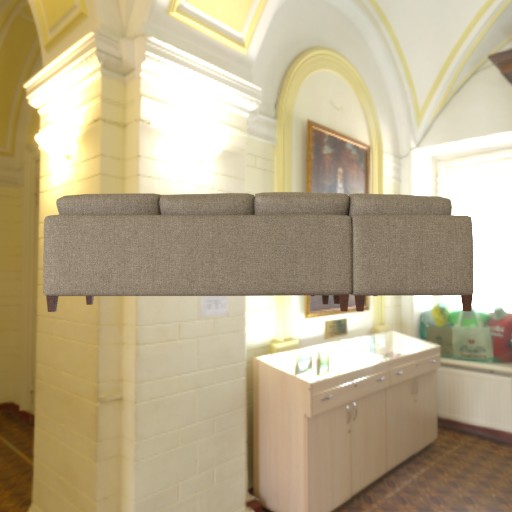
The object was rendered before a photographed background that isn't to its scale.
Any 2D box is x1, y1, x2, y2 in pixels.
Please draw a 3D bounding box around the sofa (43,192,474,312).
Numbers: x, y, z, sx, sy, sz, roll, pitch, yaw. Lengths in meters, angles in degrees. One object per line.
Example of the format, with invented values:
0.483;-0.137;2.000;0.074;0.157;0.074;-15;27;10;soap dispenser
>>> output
0.000;0.000;4.601;3.302;0.947;2.593;0;-2;-1;sofa
